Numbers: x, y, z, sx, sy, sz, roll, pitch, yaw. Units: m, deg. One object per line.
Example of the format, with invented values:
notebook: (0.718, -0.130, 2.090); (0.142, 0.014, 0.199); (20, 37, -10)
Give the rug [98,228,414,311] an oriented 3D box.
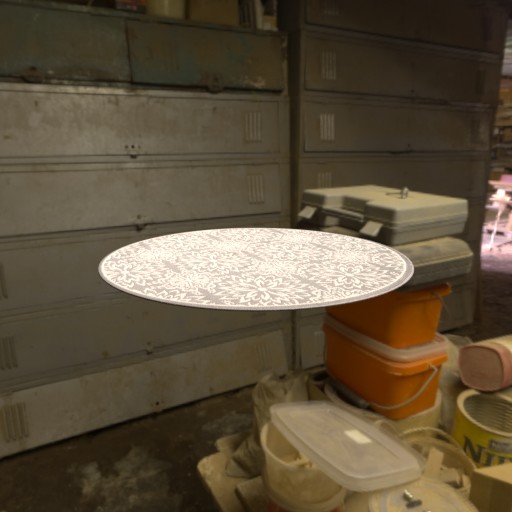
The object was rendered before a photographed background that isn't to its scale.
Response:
rug: (0.000, 0.000, 2.363); (1.593, 0.012, 1.593); (0, 14, 0)
